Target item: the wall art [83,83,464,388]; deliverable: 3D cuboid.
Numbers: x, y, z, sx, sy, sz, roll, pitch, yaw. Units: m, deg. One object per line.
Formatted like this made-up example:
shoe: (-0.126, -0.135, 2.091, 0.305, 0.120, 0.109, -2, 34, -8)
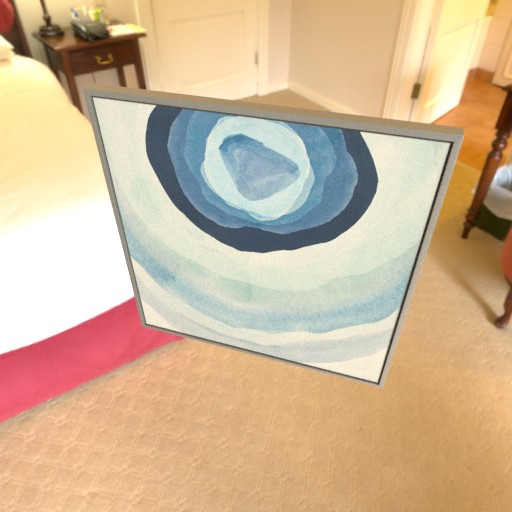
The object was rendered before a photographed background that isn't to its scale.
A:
wall art: (0.000, 0.000, 1.175, 0.809, 0.807, 0.038, 12, 41, 13)
